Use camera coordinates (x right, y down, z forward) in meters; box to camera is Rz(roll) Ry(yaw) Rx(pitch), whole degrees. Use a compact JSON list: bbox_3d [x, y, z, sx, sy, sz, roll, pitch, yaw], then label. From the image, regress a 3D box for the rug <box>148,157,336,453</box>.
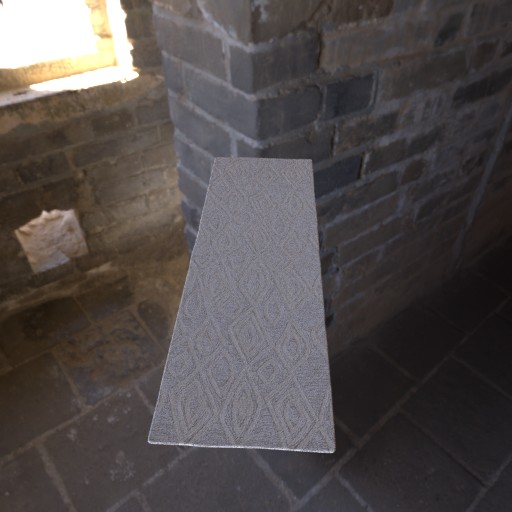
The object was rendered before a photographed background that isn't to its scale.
[{"bbox_3d":[0.000,0.000,2.774,0.807,0.013,2.436,2,42,2],"label":"rug"}]
